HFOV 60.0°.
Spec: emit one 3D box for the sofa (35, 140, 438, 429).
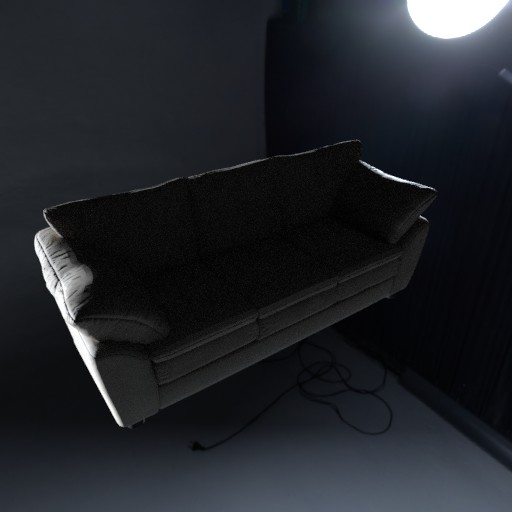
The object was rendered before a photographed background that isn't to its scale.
[{"bbox_3d":[0.000,0.000,2.702,2.334,0.996,0.878,-19,35,-30],"label":"sofa"}]
